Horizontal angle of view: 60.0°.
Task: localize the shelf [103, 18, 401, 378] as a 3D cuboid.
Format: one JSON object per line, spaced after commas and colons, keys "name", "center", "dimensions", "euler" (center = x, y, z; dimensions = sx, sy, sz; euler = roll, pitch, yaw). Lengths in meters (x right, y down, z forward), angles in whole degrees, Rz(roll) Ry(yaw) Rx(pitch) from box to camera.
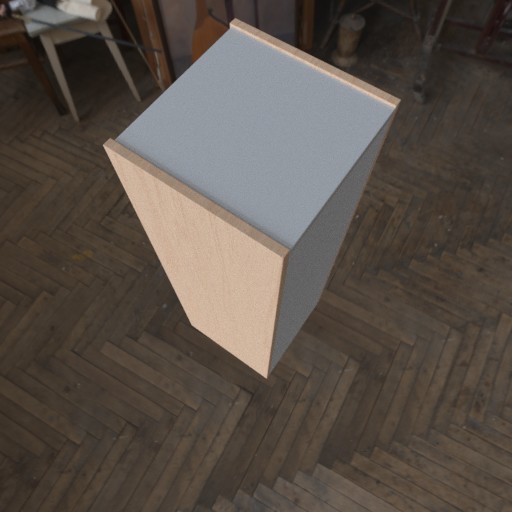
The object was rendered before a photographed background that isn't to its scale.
{"name": "shelf", "center": [0.000, 0.000, 1.019], "dimensions": [0.290, 0.900, 0.300], "euler": [33, 70, 14]}
